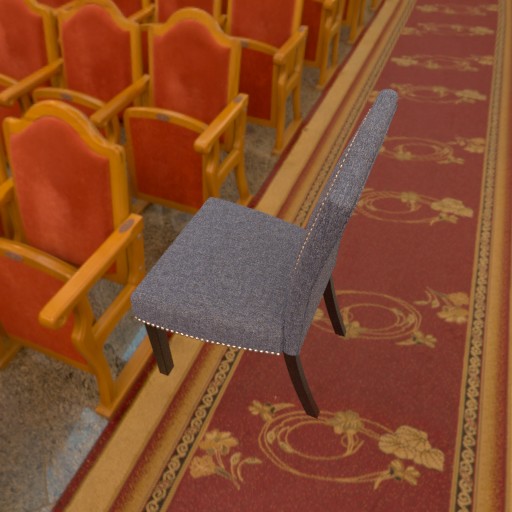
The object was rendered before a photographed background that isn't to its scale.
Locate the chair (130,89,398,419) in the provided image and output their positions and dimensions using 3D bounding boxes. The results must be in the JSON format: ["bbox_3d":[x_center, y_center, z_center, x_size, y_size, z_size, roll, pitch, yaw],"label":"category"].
[{"bbox_3d":[0.000,0.000,1.312,0.589,0.946,0.518,17,47,16],"label":"chair"}]
